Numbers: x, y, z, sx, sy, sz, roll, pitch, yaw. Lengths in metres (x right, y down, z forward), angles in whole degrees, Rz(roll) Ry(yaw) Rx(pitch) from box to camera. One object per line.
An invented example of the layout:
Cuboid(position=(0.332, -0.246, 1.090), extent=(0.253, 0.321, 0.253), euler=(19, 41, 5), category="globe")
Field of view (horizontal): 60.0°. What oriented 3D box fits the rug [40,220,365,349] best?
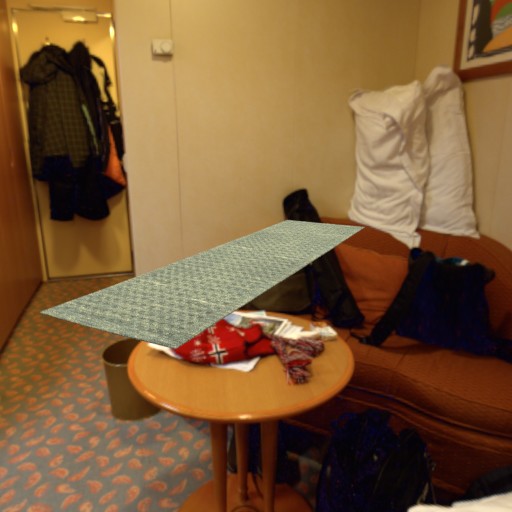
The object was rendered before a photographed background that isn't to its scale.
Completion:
Cuboid(position=(0.000, 0.000, 2.678), extent=(0.688, 0.008, 2.443), euler=(8, 16, 27), category="rug")
